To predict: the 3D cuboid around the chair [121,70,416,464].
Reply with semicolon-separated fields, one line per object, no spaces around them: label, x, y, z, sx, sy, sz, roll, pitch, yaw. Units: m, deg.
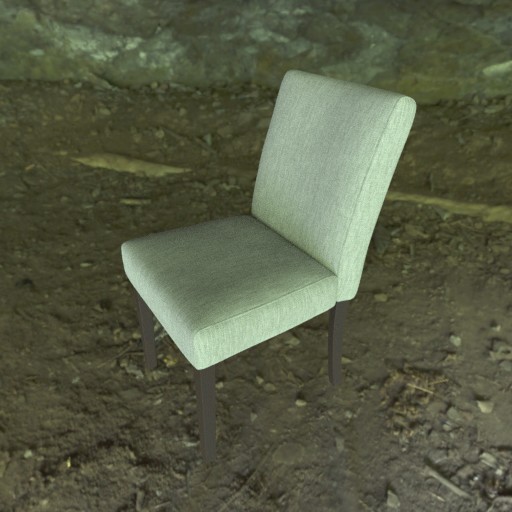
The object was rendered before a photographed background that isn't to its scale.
chair;0.000;0.000;1.250;0.629;0.884;0.487;-19;36;-28
